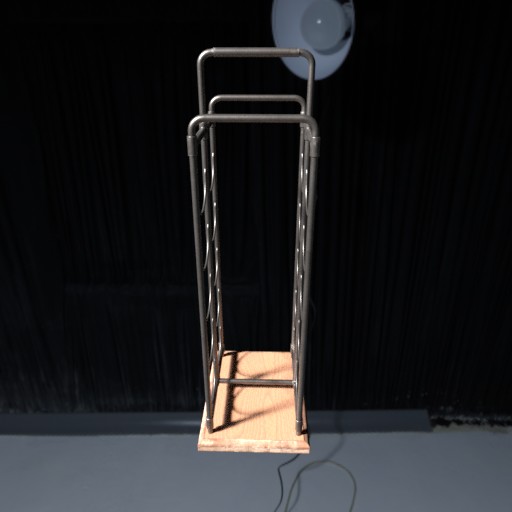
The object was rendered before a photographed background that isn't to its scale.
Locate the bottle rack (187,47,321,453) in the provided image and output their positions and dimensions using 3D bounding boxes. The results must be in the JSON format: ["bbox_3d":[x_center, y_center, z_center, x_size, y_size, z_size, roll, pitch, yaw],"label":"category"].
[{"bbox_3d":[0.000,0.000,0.799,0.208,0.680,0.276,1,26,2],"label":"bottle rack"}]
